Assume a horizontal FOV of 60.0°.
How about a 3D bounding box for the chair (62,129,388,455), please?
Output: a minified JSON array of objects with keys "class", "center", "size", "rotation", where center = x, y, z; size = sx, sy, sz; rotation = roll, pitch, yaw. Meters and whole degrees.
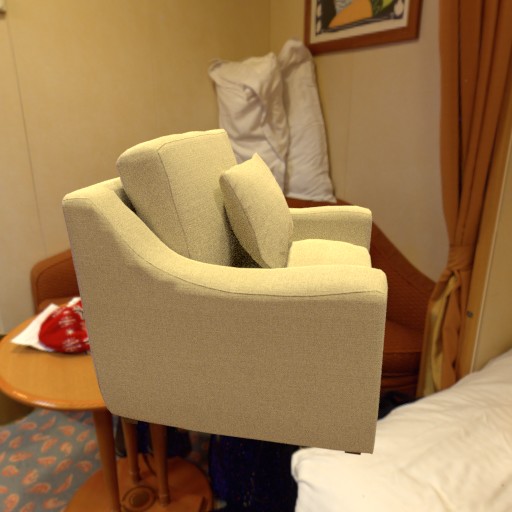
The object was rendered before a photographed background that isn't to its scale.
[{"class":"chair","center":[0.000,0.000,1.890],"size":[1.009,1.016,1.178],"rotation":[3,18,11]}]
